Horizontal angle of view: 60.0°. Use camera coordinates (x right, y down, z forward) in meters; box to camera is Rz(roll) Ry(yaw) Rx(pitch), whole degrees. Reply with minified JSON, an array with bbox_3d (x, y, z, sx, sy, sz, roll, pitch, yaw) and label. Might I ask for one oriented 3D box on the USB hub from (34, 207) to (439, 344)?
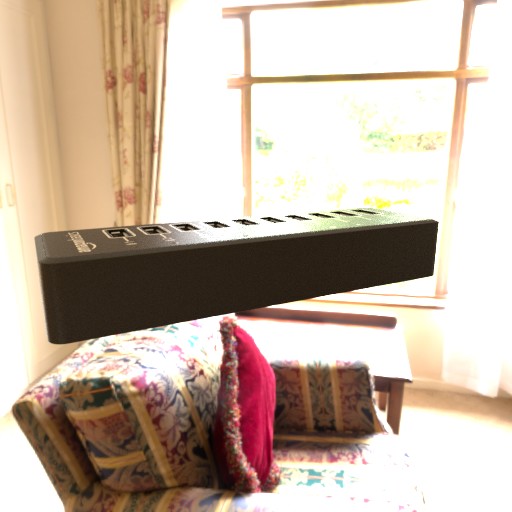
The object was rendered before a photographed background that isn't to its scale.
[{"bbox_3d":[0.000,0.000,0.164,0.145,0.023,0.044,-7,16,-26],"label":"USB hub"}]
